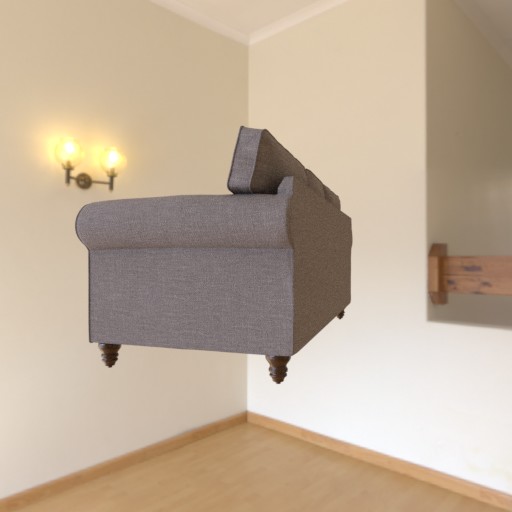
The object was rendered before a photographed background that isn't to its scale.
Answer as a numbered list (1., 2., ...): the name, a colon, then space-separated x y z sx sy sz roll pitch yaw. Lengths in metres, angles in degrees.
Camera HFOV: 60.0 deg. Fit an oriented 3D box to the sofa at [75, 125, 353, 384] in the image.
1. sofa: 0.000 0.000 2.631 0.916 0.961 2.084 0 0 18
